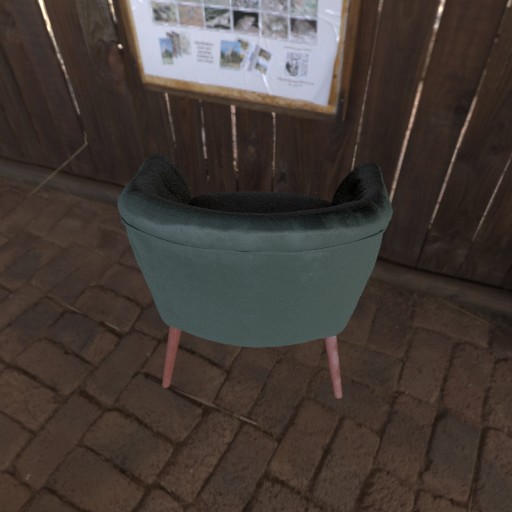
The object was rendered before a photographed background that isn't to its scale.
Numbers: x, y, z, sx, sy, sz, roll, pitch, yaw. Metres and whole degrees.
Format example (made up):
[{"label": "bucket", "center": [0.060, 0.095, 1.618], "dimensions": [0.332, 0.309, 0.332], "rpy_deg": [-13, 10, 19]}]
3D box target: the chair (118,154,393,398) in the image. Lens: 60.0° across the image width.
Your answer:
[{"label": "chair", "center": [0.000, 0.000, 1.515], "dimensions": [0.851, 0.885, 0.776], "rpy_deg": [3, 44, 3]}]
